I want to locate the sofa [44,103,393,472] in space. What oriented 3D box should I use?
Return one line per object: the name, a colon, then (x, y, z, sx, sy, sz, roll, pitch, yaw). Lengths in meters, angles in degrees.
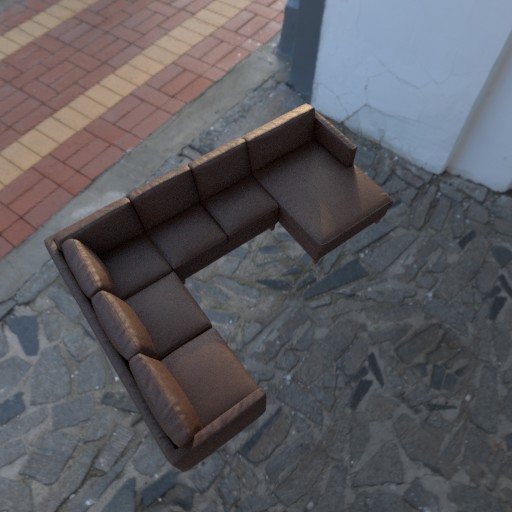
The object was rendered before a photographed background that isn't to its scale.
sofa: (0.000, 0.000, 4.642, 3.460, 0.923, 2.593, -32, 64, -18)
